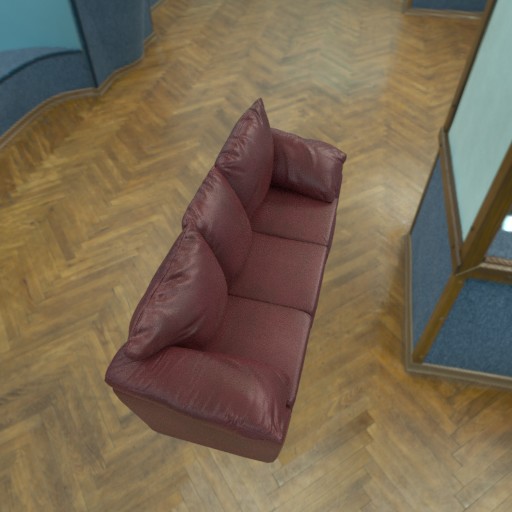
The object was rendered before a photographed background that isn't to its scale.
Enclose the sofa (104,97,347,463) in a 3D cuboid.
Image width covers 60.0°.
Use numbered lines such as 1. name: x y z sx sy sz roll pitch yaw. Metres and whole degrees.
1. sofa: 0.000 0.000 2.874 0.907 1.091 2.390 11 47 10
